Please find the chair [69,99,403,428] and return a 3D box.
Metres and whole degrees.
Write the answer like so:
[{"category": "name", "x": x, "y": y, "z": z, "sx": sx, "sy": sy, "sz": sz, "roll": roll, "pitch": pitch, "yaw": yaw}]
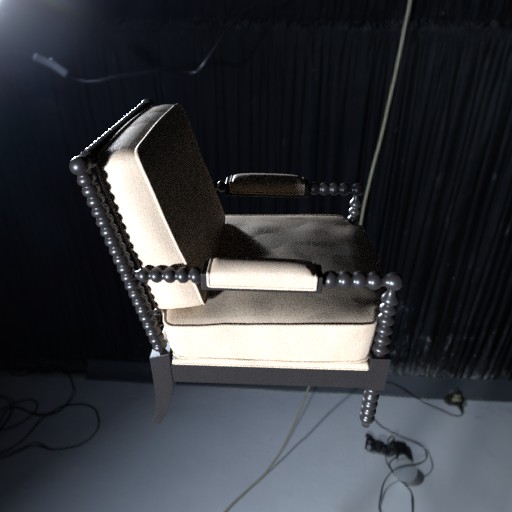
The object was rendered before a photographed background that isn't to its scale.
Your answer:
[{"category": "chair", "x": 0.000, "y": 0.000, "z": 1.173, "sx": 0.657, "sy": 0.703, "sz": 0.555, "roll": 1, "pitch": 31, "yaw": 2}]
